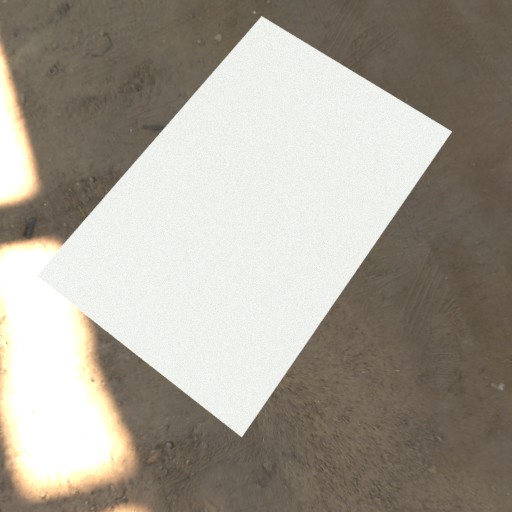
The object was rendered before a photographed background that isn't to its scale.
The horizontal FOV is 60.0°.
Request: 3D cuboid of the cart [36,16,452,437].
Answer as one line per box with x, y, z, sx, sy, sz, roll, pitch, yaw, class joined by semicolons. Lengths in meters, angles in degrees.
0.000;0.000;1.220;0.442;0.864;0.683;35;78;8;cart
